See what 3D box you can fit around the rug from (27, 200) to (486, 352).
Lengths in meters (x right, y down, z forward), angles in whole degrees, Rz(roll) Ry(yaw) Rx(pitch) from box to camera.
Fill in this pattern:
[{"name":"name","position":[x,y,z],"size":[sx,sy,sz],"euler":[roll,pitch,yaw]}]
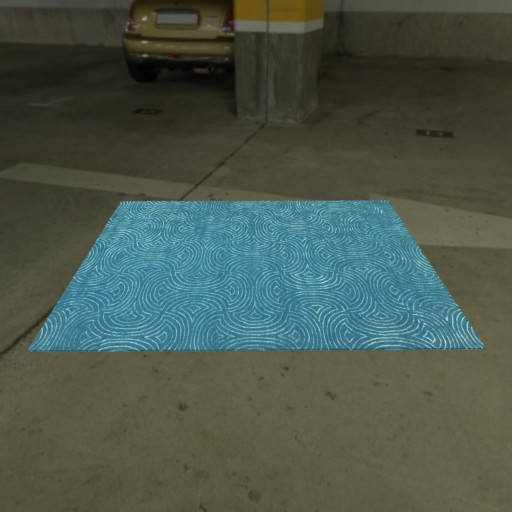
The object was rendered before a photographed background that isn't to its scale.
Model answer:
[{"name":"rug","position":[0.000,0.000,3.973],"size":[3.033,0.012,2.432],"euler":[0,31,0]}]
